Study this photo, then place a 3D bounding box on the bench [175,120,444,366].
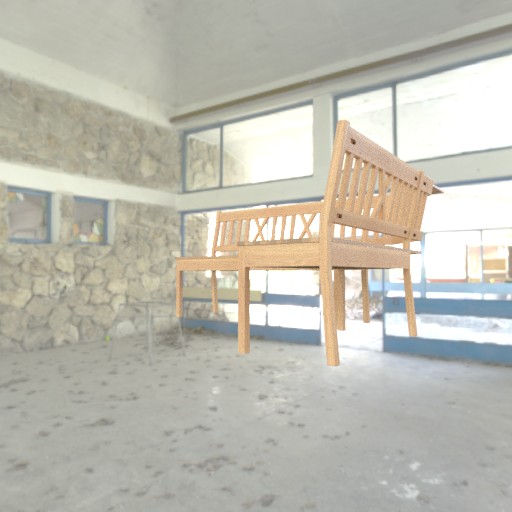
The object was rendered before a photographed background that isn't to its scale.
[{"bbox_3d":[0.000,0.000,2.788,1.937,0.902,1.537,-2,-3,36],"label":"bench"}]
